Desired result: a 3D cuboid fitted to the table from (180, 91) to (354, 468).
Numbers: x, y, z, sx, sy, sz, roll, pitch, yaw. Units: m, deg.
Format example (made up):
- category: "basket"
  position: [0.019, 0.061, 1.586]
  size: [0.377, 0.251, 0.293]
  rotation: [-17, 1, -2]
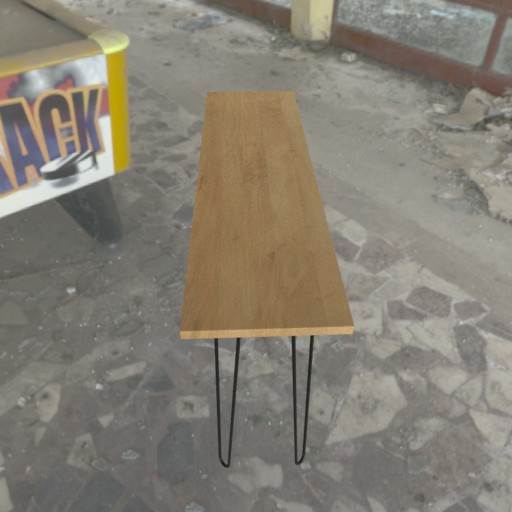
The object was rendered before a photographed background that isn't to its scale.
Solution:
- category: "table"
  position: [0.000, 0.000, 1.796]
  size: [0.399, 0.799, 1.400]
  rotation: [-1, 42, -2]
